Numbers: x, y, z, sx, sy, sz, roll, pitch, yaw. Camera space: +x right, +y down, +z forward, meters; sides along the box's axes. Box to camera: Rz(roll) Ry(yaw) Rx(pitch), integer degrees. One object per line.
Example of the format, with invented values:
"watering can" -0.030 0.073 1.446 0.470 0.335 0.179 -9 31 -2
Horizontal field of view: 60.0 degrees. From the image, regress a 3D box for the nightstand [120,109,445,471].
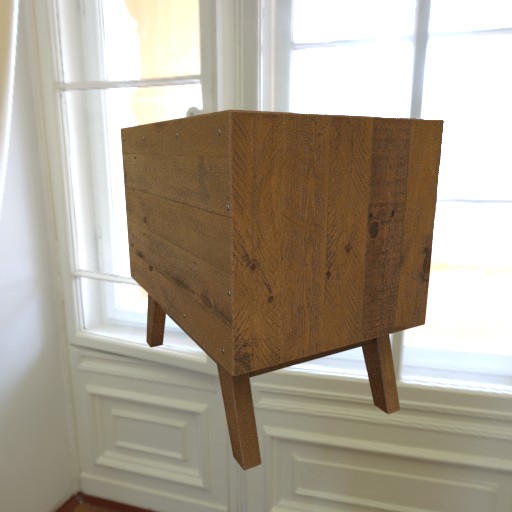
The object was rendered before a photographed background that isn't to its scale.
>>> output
"nightstand" 0.000 0.000 1.054 0.450 0.599 0.650 -7 15 -28
